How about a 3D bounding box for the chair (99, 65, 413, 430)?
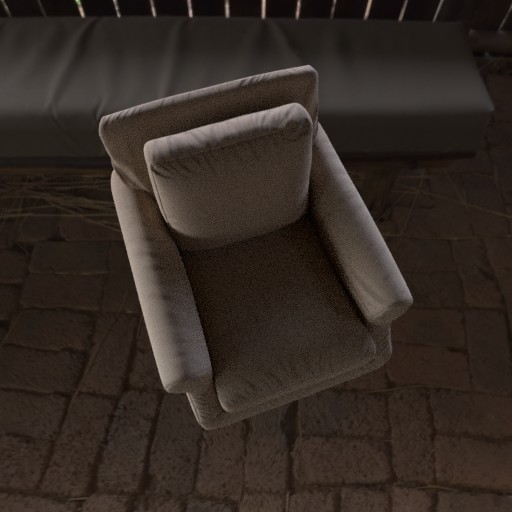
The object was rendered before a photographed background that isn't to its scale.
[{"bbox_3d":[0.000,0.000,1.758,0.940,0.866,1.066,-18,65,-9],"label":"chair"}]
